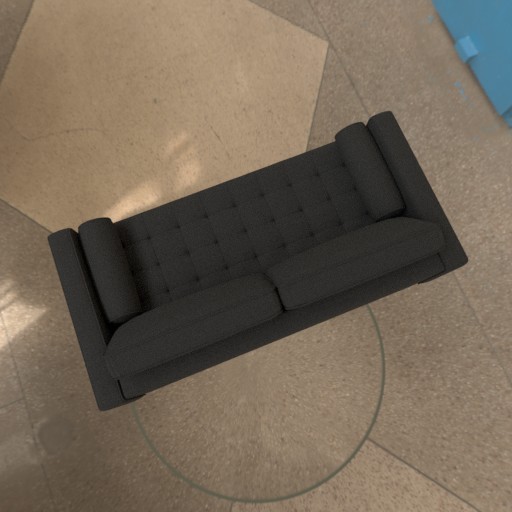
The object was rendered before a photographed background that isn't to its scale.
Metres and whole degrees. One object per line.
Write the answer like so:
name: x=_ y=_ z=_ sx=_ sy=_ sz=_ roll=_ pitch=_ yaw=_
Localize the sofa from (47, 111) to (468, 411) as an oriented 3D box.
sofa: x=0.000 y=0.000 z=2.338 sx=1.875 sy=0.759 sz=0.914 roll=-21 pitch=78 yaw=-5
